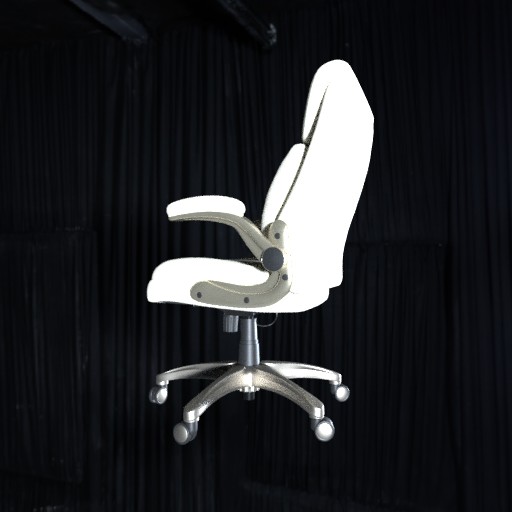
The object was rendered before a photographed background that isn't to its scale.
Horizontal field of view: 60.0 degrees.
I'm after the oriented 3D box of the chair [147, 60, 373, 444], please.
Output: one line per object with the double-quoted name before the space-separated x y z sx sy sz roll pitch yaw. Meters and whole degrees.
"chair" 0.000 0.000 1.601 0.794 1.110 0.740 0 0 19
